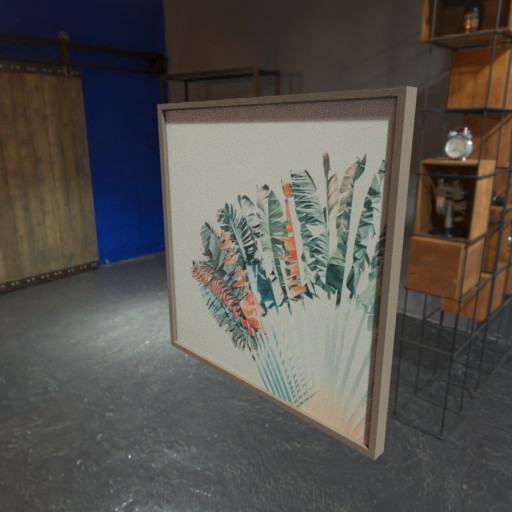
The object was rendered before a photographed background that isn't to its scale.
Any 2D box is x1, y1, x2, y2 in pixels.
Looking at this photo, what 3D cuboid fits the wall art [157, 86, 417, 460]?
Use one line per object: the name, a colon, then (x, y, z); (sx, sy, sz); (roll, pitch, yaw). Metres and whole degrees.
wall art: (0.000, 0.000, 1.127); (0.761, 0.758, 0.038); (15, 22, 43)
